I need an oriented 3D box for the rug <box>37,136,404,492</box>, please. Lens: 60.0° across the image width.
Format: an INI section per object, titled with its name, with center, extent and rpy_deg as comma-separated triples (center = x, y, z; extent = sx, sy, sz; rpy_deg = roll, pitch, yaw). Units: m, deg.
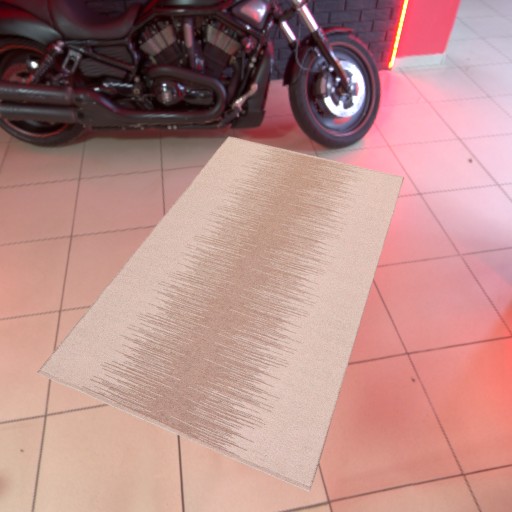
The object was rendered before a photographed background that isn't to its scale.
[rug]
center = 0.000, 0.000, 2.916
extent = 1.522, 0.012, 2.440
rpy_deg = 17, 50, 15
